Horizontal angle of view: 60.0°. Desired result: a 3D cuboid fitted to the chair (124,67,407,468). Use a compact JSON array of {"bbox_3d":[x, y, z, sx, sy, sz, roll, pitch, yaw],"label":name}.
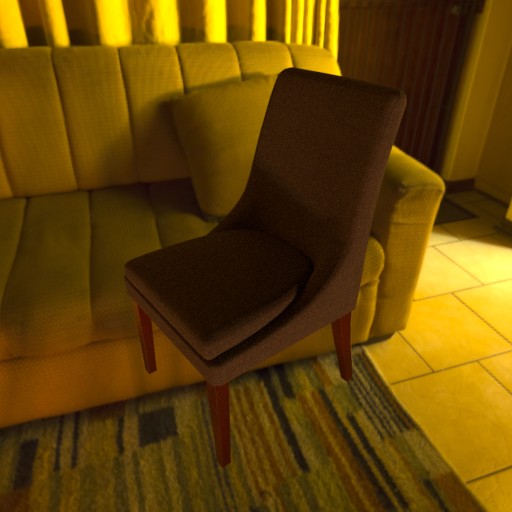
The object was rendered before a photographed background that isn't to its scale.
[{"bbox_3d":[0.000,0.000,1.334,0.655,0.952,0.508,-23,39,-32],"label":"chair"}]
